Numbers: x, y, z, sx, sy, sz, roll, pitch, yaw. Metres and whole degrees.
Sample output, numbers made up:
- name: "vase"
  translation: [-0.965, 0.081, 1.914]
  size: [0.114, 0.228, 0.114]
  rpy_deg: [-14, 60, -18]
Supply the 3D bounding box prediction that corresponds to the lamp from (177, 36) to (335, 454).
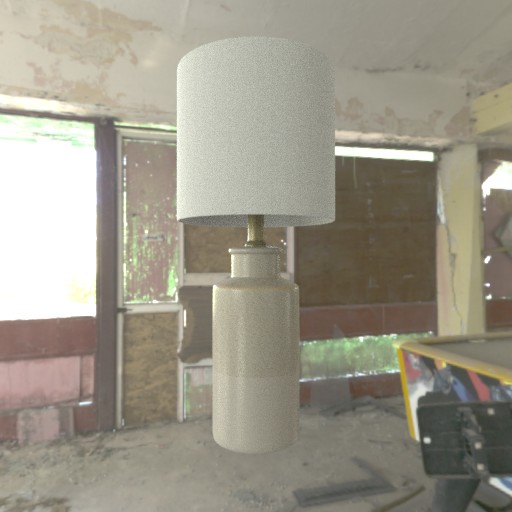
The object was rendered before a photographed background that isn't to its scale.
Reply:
- name: "lamp"
  translation: [0.000, 0.000, 0.603]
  size: [0.212, 0.493, 0.212]
  rpy_deg: [0, 0, 18]
